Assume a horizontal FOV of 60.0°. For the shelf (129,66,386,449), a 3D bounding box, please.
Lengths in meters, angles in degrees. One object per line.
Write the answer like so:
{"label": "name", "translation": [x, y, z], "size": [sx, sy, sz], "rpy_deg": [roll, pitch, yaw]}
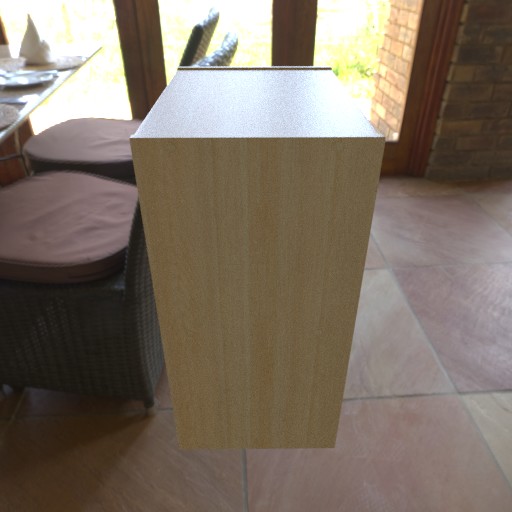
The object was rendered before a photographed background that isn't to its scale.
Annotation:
{"label": "shelf", "translation": [0.000, 0.000, 0.834], "size": [0.290, 0.592, 0.414], "rpy_deg": [0, 34, -1]}
